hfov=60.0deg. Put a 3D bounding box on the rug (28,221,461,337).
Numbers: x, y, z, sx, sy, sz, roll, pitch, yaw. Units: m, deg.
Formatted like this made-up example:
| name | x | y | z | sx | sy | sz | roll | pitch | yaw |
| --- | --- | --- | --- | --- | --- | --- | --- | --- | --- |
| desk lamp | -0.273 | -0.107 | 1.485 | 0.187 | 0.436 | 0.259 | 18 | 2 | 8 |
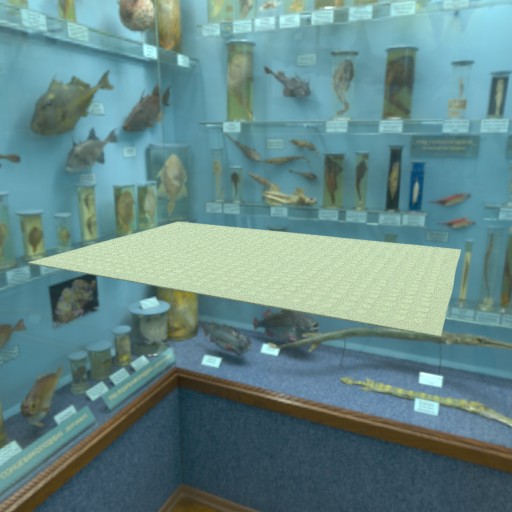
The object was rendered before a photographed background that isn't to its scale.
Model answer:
| name | x | y | z | sx | sy | sz | roll | pitch | yaw |
| --- | --- | --- | --- | --- | --- | --- | --- | --- | --- |
| rug | 0.000 | 0.000 | 2.123 | 1.747 | 0.006 | 1.143 | 7 | 16 | 26 |
